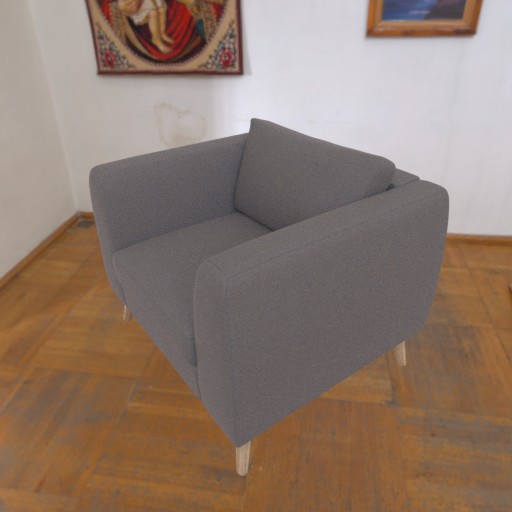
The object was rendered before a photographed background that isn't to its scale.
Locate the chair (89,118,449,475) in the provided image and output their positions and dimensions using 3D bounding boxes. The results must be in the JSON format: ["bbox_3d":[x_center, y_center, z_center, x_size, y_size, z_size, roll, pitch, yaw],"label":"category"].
[{"bbox_3d":[0.000,0.000,1.700,0.930,0.860,1.000,-21,37,-30],"label":"chair"}]
